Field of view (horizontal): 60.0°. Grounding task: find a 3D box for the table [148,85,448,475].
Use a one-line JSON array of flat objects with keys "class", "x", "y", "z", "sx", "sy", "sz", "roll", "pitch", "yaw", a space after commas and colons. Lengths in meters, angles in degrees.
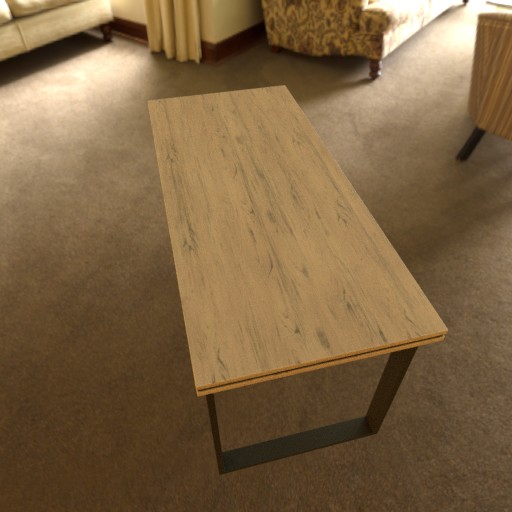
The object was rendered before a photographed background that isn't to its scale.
[{"class": "table", "x": 0.000, "y": 0.000, "z": 2.241, "sx": 0.795, "sy": 0.899, "sz": 1.778, "roll": -10, "pitch": 46, "yaw": -10}]
